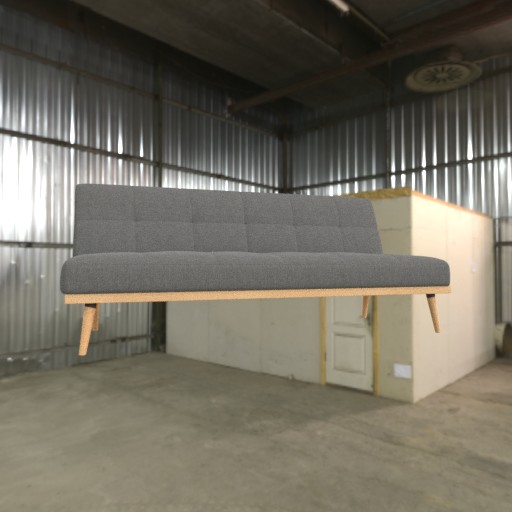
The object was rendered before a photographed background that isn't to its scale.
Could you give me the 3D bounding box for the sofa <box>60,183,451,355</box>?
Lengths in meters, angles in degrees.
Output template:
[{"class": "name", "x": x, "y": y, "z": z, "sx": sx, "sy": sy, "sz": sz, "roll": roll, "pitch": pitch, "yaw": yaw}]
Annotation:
[{"class": "sofa", "x": 0.000, "y": 0.000, "z": 2.314, "sx": 1.820, "sy": 0.770, "sz": 0.820, "roll": 0, "pitch": -1, "yaw": -19}]
